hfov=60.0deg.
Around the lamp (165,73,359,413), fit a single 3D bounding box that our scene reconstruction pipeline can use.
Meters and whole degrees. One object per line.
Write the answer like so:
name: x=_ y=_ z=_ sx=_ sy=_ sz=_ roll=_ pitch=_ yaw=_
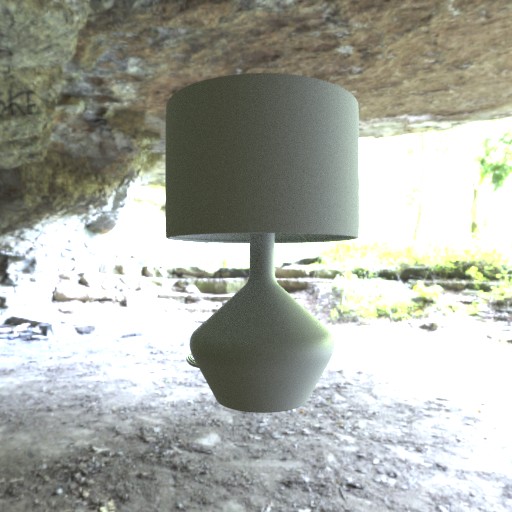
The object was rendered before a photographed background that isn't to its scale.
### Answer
lamp: x=0.000 y=0.000 z=0.841 sx=0.401 sy=0.457 sz=0.546 roll=0 pitch=-1 yaw=17
